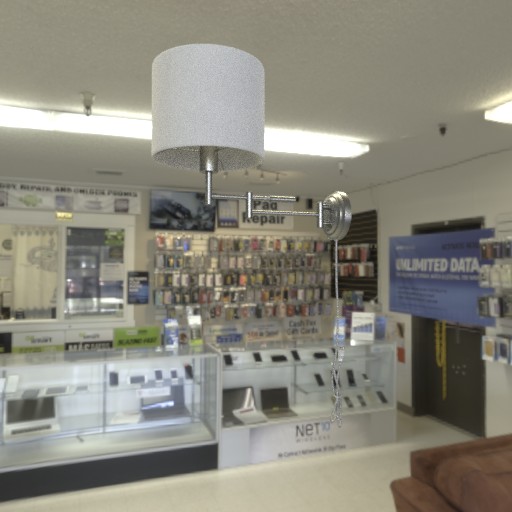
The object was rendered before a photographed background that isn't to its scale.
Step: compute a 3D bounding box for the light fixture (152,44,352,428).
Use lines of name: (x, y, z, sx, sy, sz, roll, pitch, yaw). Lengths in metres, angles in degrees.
light fixture: (0.000, 0.000, 1.037, 0.479, 0.842, 0.253, 0, -1, -18)
